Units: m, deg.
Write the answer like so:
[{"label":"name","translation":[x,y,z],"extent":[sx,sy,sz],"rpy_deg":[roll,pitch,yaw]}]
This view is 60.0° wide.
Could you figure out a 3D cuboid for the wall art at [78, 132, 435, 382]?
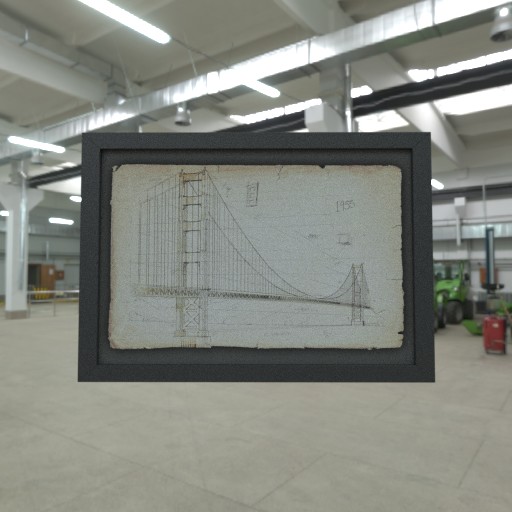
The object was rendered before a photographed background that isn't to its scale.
[{"label":"wall art","translation":[0.000,0.000,0.549],"extent":[0.432,0.306,0.016],"rpy_deg":[0,-2,0]}]
